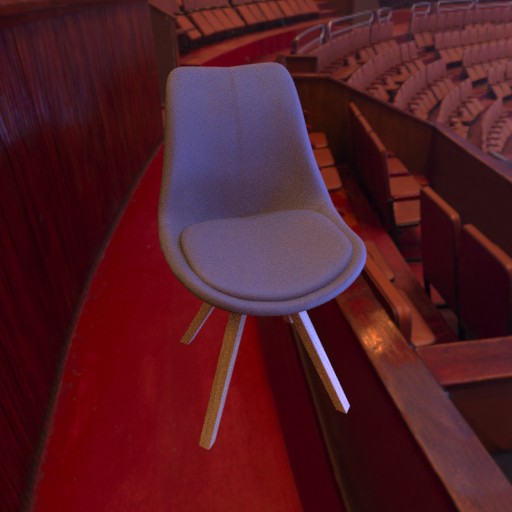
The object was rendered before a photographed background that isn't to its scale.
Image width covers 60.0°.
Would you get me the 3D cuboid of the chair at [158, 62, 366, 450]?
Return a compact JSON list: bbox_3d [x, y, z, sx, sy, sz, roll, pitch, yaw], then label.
[{"bbox_3d":[0.000,0.000,1.171,0.483,0.865,0.547,-9,33,-14],"label":"chair"}]
